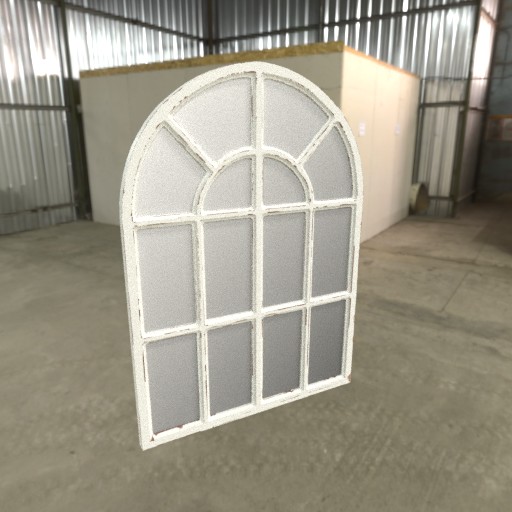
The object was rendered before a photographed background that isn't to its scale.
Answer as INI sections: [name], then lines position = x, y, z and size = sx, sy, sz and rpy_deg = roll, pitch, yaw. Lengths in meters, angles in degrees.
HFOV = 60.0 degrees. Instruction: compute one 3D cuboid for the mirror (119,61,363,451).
[mirror]
position = 0.000, 0.000, 1.141
size = 0.660, 0.920, 0.032
rpy_deg = -9, 19, -26
